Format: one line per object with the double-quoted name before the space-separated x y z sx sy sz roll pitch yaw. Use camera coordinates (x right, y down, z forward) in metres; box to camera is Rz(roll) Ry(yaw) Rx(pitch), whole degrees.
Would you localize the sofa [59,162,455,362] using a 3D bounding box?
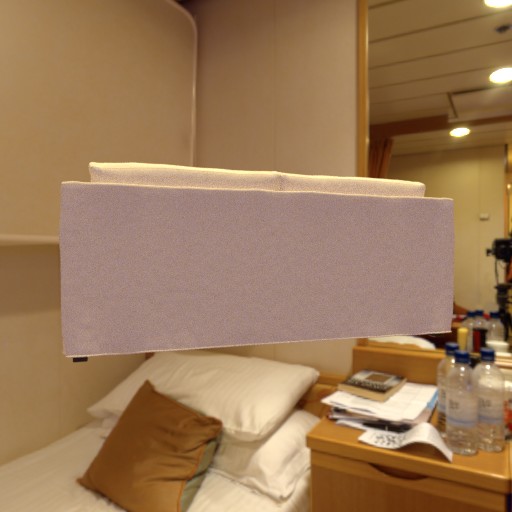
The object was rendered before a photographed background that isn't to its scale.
"sofa" 0.000 0.000 2.520 1.987 0.870 0.940 0 1 -18
